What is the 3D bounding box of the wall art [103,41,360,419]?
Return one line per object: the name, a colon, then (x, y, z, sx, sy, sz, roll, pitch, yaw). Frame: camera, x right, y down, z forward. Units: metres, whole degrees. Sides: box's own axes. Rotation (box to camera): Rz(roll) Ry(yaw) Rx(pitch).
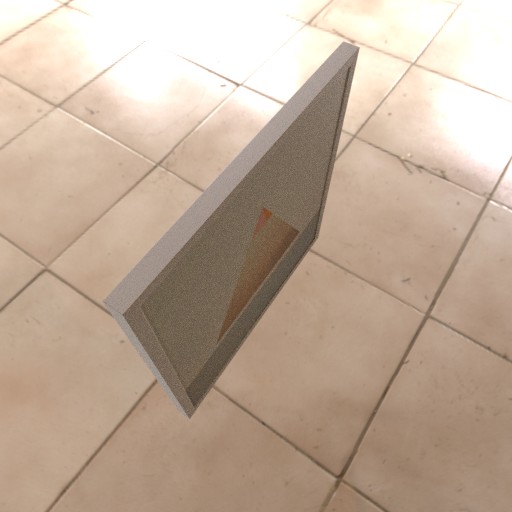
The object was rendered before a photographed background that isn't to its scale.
wall art: (0.000, 0.000, 1.148, 0.041, 0.765, 0.768, 30, 63, 17)
